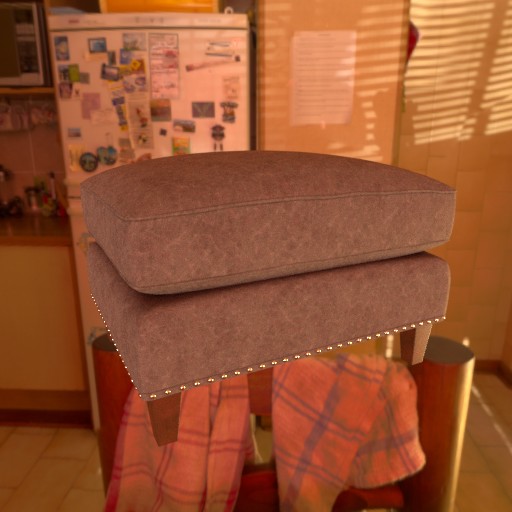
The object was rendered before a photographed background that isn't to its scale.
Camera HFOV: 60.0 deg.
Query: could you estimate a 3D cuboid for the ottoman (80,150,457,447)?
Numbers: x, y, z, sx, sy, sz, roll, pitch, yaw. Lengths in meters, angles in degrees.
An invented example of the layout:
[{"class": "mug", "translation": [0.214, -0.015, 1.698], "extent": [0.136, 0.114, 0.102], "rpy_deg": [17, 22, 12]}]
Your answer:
[{"class": "ottoman", "translation": [0.000, 0.000, 1.110], "extent": [0.741, 0.513, 0.584], "rpy_deg": [-8, 17, -27]}]
